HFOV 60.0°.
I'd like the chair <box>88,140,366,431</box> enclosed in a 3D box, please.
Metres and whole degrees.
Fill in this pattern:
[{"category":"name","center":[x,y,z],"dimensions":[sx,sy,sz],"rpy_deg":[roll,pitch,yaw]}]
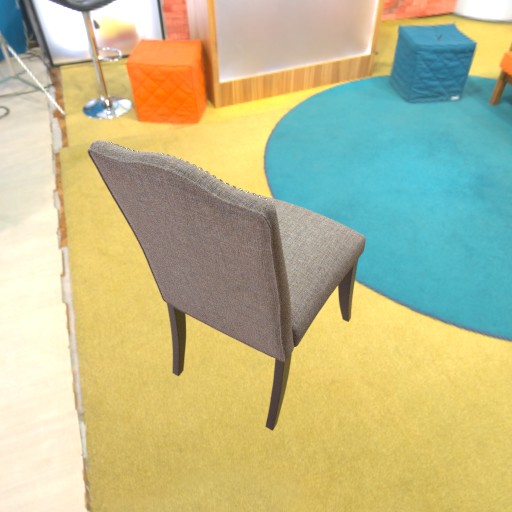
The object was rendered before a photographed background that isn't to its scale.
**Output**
[{"category":"chair","center":[0.000,0.000,1.356],"dimensions":[0.513,1.016,0.660],"rpy_deg":[23,49,21]}]
